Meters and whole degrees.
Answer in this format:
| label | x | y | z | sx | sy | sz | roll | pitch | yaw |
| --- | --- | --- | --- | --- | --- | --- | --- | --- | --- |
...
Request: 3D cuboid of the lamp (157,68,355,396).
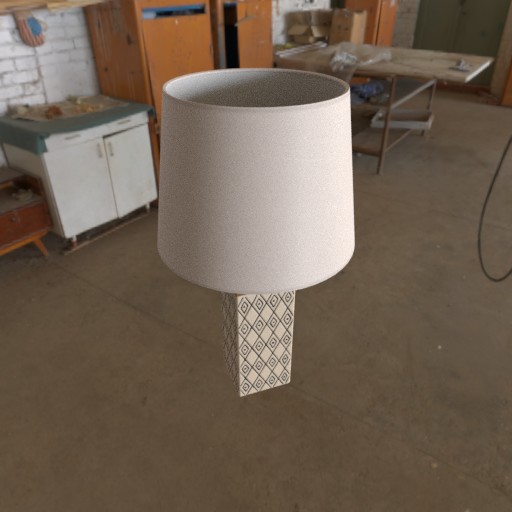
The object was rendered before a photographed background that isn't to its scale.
| label | x | y | z | sx | sy | sz | roll | pitch | yaw |
| --- | --- | --- | --- | --- | --- | --- | --- | --- | --- |
| lamp | 0.000 | 0.000 | 0.591 | 0.251 | 0.435 | 0.251 | 0 | 32 | 0 |
